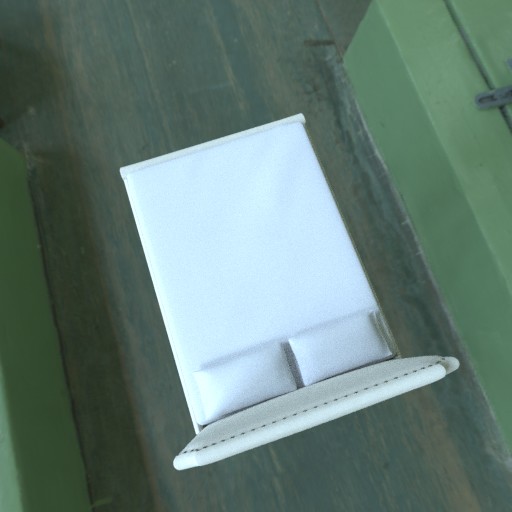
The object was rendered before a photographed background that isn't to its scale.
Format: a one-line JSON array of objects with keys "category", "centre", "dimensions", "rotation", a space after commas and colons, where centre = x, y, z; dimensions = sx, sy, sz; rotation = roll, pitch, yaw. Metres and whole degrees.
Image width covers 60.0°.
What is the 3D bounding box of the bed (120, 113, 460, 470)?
[{"category": "bed", "centre": [0.000, 0.000, 3.330], "dimensions": [1.712, 1.443, 2.372], "rotation": [-18, 76, -5]}]
